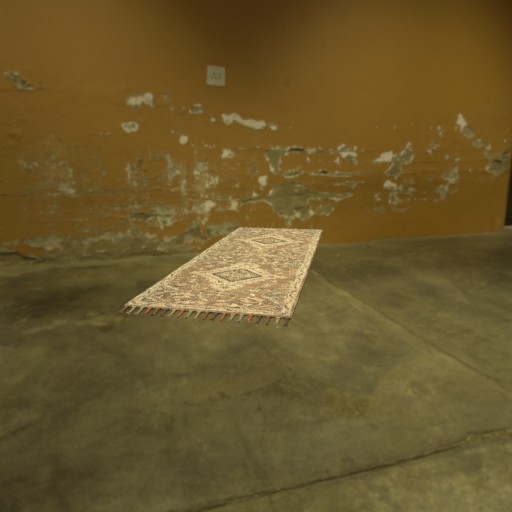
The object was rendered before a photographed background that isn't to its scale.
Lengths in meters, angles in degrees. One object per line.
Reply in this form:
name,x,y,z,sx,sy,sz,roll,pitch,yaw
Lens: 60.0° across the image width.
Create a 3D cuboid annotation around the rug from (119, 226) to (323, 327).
rug,0.000,0.000,2.870,1.324,0.018,2.378,7,15,27
